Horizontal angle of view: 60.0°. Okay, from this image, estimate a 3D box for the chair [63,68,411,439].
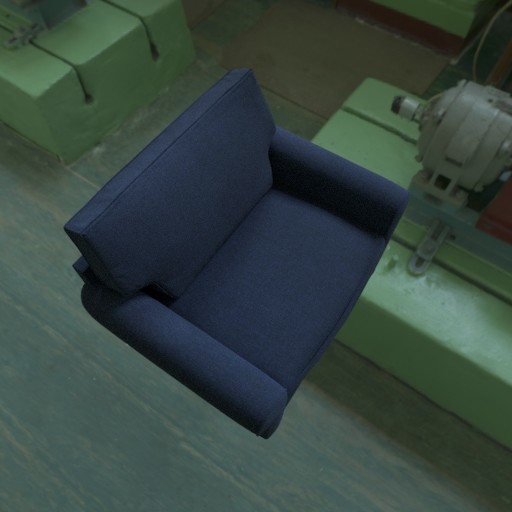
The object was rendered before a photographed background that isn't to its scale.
[{"bbox_3d":[0.000,0.000,2.003,0.963,1.044,1.285,30,64,16],"label":"chair"}]
